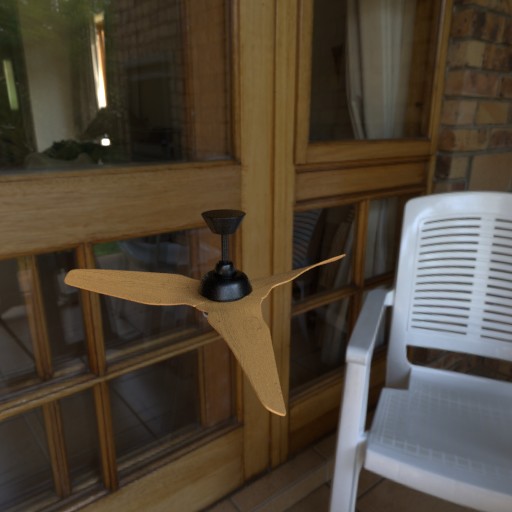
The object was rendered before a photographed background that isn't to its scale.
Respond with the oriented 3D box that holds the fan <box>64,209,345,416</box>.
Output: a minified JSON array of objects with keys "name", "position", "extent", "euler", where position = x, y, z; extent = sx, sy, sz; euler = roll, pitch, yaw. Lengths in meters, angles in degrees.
[{"name":"fan","position":[0.000,0.000,1.590],"extent":[1.010,0.355,1.142],"euler":[-16,23,-42]}]
